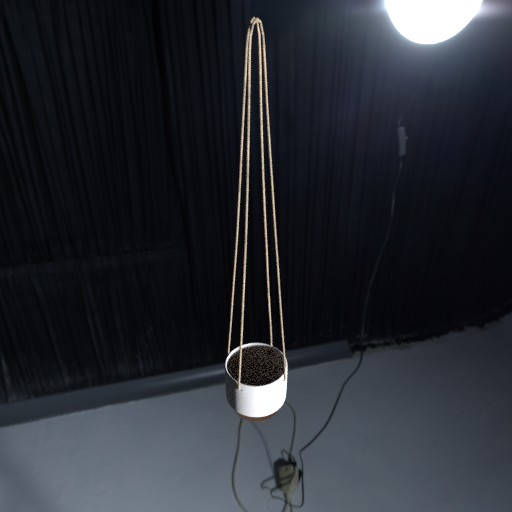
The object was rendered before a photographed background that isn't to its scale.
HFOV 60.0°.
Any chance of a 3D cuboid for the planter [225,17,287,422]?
[{"bbox_3d":[0.000,0.000,0.886,0.146,0.841,0.146,-8,31,-13],"label":"planter"}]
